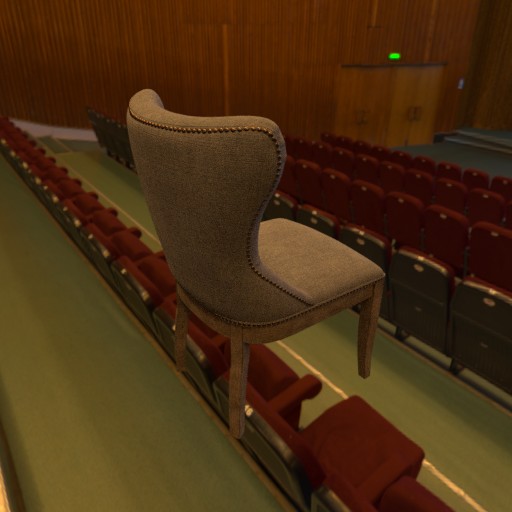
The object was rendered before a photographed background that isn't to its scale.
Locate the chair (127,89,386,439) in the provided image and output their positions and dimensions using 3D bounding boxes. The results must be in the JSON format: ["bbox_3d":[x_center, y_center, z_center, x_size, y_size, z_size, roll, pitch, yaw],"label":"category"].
[{"bbox_3d":[0.000,0.000,1.448,0.681,1.002,0.654,-19,33,-32],"label":"chair"}]
